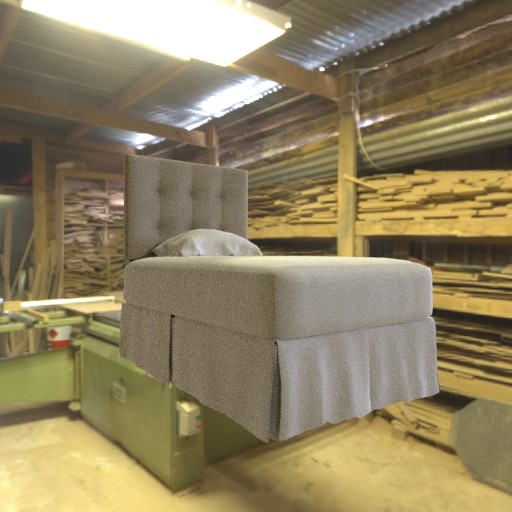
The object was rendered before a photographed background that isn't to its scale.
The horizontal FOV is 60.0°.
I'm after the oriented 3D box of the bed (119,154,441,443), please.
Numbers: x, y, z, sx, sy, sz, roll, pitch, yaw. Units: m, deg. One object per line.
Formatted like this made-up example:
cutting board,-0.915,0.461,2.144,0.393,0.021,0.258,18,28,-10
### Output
bed,0.000,0.000,2.980,1.261,1.571,1.997,0,0,-36
